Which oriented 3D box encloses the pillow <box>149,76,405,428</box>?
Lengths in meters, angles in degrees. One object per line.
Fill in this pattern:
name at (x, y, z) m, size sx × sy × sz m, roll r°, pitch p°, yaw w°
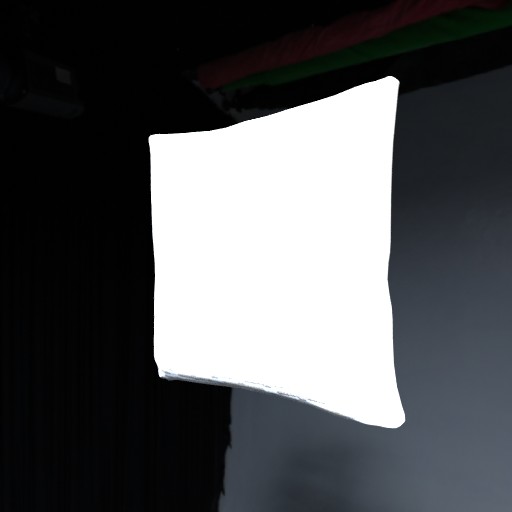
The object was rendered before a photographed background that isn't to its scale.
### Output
pillow at (0.000, 0.000, 0.760) m, size 0.496 × 0.491 × 0.219 m, roll -1°, pitch -1°, yaw 35°
